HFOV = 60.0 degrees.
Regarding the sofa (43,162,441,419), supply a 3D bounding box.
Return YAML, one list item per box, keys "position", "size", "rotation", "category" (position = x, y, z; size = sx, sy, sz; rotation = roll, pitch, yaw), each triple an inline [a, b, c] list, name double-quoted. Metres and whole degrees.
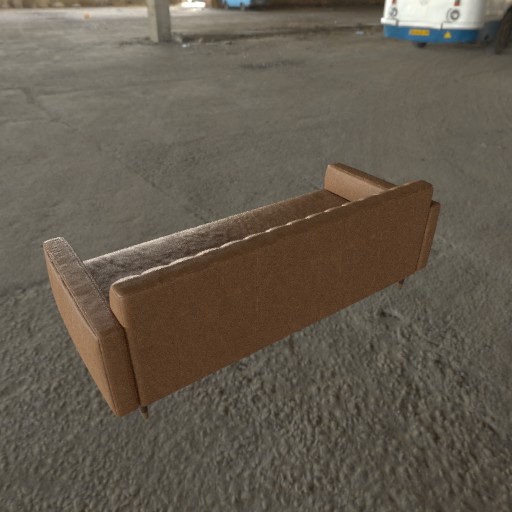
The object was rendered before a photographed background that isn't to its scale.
- position: [0.000, 0.000, 2.763]
  size: [2.291, 0.821, 0.990]
  rotation: [-20, 37, -29]
  category: "sofa"
